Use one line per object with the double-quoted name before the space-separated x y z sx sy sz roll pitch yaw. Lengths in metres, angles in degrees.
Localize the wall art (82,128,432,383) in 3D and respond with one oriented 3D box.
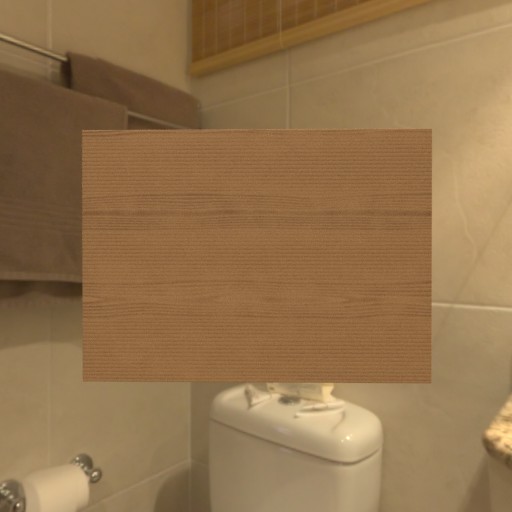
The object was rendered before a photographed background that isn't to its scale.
"wall art" 0.000 0.000 1.097 0.841 0.609 0.063 0 0 1
